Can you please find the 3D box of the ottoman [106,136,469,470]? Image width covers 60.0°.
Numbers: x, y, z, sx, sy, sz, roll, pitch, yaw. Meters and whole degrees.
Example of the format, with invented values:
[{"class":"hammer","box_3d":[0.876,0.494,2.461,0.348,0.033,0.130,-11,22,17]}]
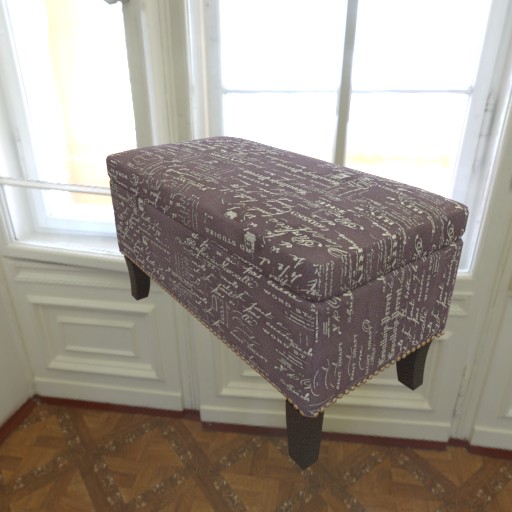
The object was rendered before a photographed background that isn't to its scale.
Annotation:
[{"class":"ottoman","box_3d":[0.000,0.000,1.077,0.406,0.457,0.813,-19,32,-33]}]
